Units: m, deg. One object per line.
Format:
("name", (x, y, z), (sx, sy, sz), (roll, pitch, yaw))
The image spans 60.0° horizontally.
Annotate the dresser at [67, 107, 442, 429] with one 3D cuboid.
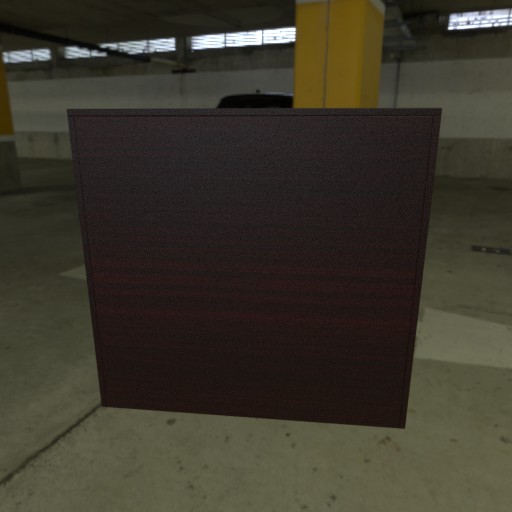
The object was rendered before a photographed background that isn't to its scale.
("dresser", (0.000, 0.000, 1.153), (0.750, 0.720, 0.360), (2, 17, 6))
